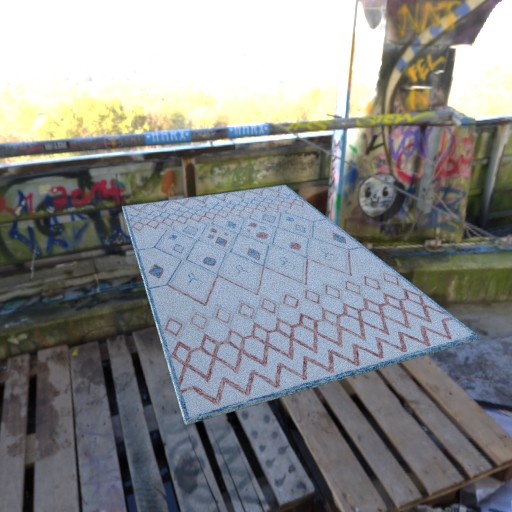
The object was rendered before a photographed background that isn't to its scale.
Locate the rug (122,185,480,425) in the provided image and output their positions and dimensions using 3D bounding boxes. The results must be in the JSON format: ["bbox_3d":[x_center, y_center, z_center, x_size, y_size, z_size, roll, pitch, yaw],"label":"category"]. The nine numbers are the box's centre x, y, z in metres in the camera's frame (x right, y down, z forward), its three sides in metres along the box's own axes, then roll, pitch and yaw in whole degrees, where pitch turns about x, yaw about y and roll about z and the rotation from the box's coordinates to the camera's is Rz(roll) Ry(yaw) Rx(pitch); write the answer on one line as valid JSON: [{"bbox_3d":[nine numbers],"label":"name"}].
[{"bbox_3d":[0.000,0.000,3.015,1.524,0.015,2.438,-10,30,-18],"label":"rug"}]
